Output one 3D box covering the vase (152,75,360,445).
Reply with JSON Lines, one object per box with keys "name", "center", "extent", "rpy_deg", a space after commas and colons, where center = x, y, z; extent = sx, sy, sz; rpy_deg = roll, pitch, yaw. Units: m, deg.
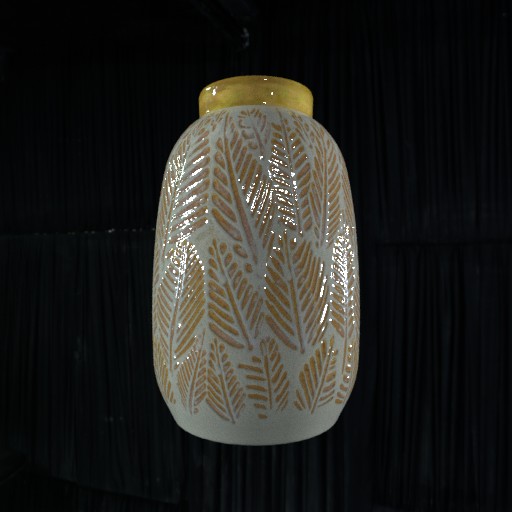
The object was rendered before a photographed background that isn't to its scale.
{"name": "vase", "center": [0.000, 0.000, 0.378], "extent": [0.172, 0.270, 0.172], "rpy_deg": [0, -1, 0]}
